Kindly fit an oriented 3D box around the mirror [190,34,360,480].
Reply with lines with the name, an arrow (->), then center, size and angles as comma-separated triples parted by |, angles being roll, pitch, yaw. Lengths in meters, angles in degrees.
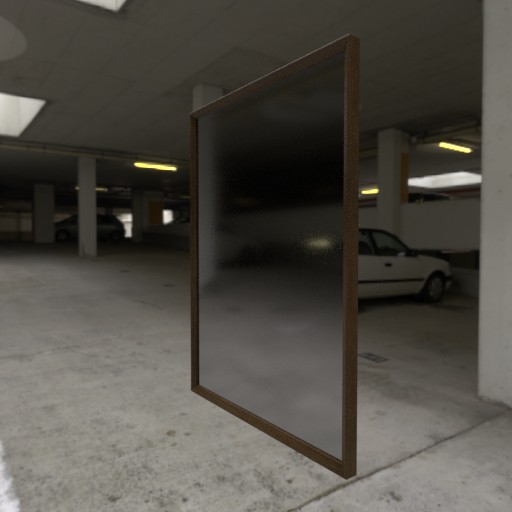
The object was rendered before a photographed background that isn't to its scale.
mirror -> 0.000, 0.000, 1.327 | 0.041, 1.016, 0.762 | -1, 2, -36
